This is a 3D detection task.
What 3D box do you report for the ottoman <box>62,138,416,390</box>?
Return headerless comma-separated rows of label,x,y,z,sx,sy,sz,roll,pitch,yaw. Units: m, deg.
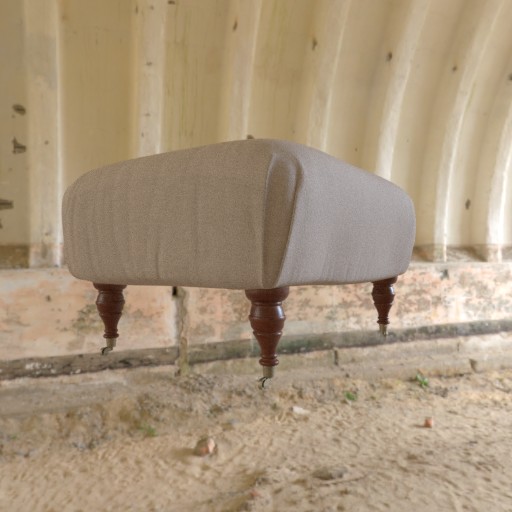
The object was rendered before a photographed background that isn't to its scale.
ottoman,0.000,0.000,1.117,0.622,0.450,0.746,0,0,36
